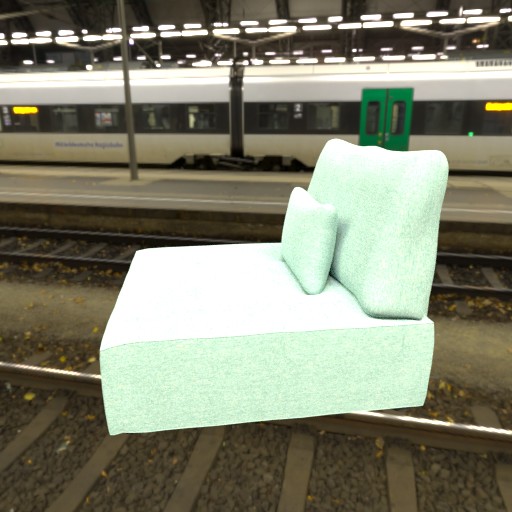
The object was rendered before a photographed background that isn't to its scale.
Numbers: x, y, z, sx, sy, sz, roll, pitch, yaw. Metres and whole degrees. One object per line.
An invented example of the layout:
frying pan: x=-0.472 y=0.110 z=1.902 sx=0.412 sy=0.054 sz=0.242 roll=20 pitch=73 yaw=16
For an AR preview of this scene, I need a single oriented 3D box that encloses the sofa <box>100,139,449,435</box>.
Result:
sofa: x=0.000 y=0.000 z=1.674 sx=1.000 sy=0.820 sz=0.930 roll=-2 pitch=17 yaw=-8
